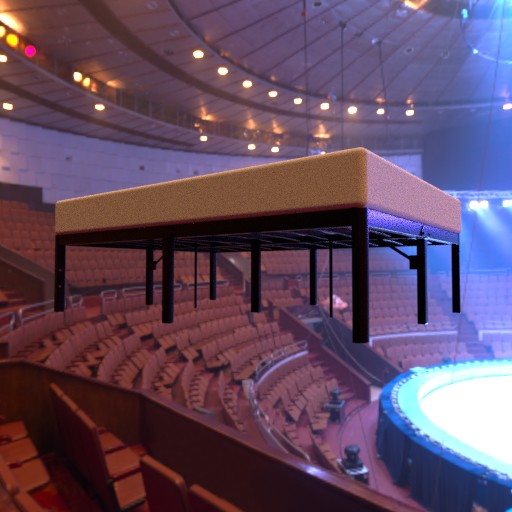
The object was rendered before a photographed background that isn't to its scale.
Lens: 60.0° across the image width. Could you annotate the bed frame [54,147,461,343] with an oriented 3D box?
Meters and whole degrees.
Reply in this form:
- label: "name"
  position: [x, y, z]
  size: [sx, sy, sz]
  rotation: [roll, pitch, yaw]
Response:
- label: "bed frame"
  position: [0.000, 0.000, 2.605]
  size: [1.956, 0.659, 1.408]
  rotation: [-1, -2, 37]
